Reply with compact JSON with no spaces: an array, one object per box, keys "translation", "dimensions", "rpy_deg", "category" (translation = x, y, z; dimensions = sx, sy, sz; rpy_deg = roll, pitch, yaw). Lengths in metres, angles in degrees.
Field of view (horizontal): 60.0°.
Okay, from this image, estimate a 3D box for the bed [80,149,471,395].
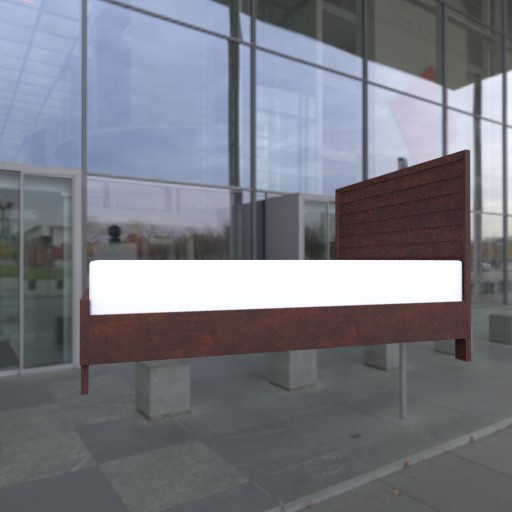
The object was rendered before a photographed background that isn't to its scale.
[{"translation":[0.000,0.000,3.074],"dimensions":[2.184,1.270,1.600],"rpy_deg":[0,0,-19],"category":"bed"}]
